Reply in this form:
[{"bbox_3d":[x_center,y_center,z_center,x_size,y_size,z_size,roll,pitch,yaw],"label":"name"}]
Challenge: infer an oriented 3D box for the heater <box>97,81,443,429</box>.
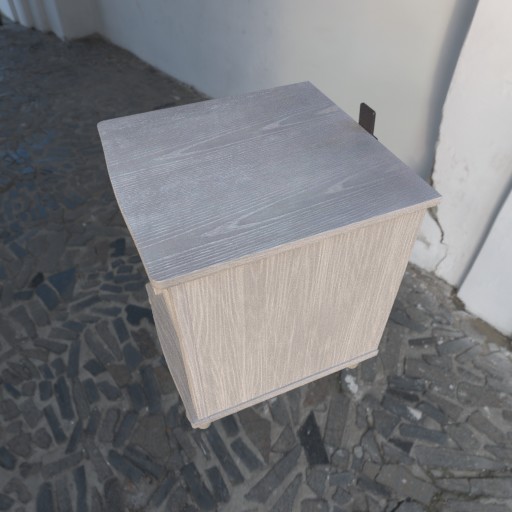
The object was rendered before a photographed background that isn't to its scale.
[{"bbox_3d":[0.000,0.000,0.772,0.400,0.481,0.362,-17,48,-16],"label":"heater"}]
